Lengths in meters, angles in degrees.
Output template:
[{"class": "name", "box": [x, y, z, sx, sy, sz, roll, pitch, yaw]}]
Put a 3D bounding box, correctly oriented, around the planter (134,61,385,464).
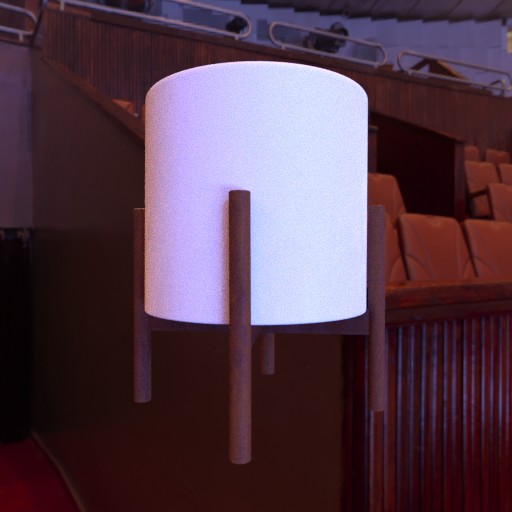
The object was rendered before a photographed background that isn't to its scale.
[{"class": "planter", "box": [0.000, 0.000, 0.864, 0.421, 0.581, 0.420, 0, 1, -36]}]
